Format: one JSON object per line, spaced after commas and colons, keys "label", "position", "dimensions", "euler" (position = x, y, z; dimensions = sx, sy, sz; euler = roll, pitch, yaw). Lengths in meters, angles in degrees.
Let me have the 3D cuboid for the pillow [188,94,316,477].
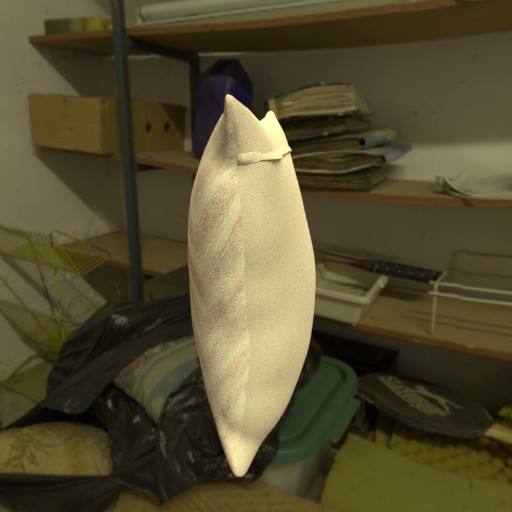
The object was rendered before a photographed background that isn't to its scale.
{"label": "pillow", "position": [0.000, 0.000, 0.674], "dimensions": [0.182, 0.441, 0.440], "euler": [2, 15, 7]}
